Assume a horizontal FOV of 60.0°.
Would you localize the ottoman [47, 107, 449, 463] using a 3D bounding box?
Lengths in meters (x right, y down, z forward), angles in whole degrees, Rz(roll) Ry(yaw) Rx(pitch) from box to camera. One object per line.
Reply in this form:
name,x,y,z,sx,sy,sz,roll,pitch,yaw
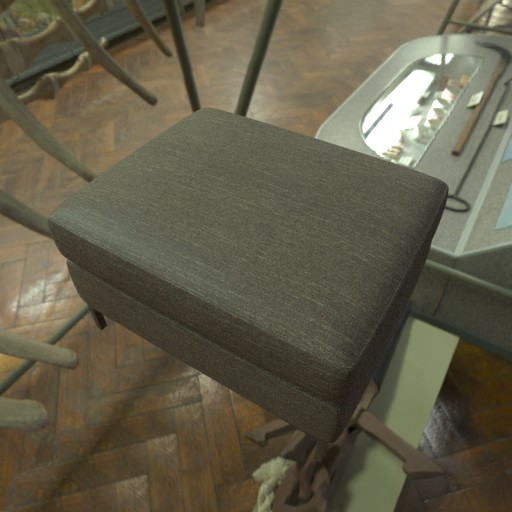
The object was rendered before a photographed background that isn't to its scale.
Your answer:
ottoman,0.000,0.000,1.230,0.820,0.490,0.671,24,50,22
